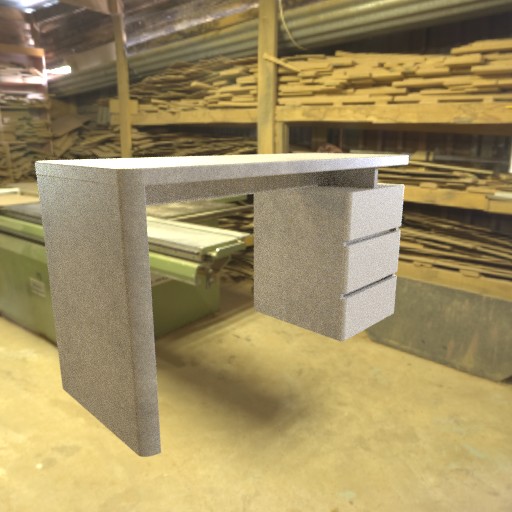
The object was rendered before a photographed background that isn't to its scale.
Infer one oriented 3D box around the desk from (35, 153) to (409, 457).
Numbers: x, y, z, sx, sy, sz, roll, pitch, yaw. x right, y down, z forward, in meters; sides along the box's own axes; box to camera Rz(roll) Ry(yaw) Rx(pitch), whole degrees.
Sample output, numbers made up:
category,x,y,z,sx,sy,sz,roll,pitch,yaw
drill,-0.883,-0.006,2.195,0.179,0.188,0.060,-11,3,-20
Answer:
category,x,y,z,sx,sy,sz,roll,pitch,yaw
desk,0.000,0.000,1.737,0.550,0.755,1.400,14,20,42
